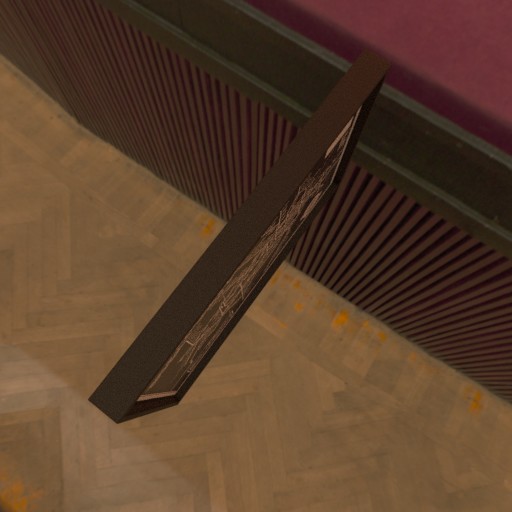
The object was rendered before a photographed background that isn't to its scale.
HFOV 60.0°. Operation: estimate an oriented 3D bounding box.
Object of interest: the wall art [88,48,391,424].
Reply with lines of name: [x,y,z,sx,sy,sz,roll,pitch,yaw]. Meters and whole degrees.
wall art: [0.000,0.000,0.860,0.051,0.456,0.671,35,77,9]
